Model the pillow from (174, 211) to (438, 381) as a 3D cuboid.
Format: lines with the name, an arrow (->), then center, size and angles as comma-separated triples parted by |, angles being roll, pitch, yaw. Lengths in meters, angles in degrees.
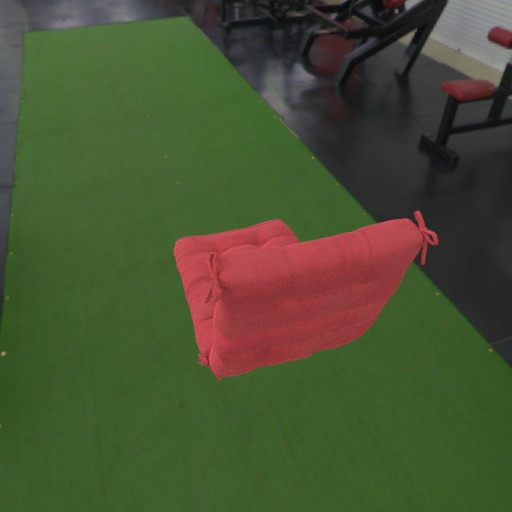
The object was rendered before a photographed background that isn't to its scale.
pillow -> 0.000, 0.000, 1.513 | 0.526, 0.863, 1.016 | -12, 43, -13
